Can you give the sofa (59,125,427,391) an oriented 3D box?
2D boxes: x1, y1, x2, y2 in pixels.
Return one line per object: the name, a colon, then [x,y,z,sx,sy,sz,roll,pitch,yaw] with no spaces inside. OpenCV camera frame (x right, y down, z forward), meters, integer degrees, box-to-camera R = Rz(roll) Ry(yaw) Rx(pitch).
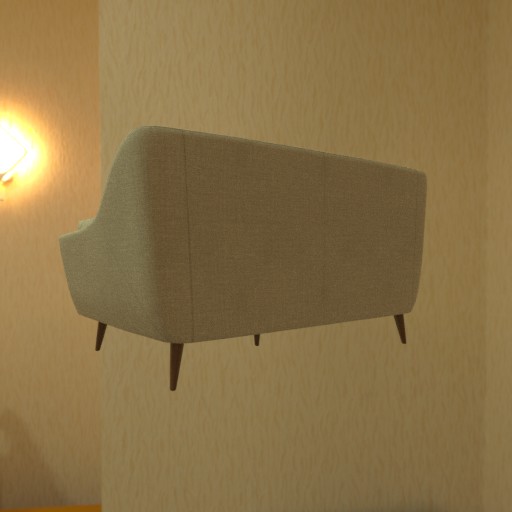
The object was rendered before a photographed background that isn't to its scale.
sofa: [0.000,0.000,2.197,1.652,0.888,0.965,-1,1,-36]
